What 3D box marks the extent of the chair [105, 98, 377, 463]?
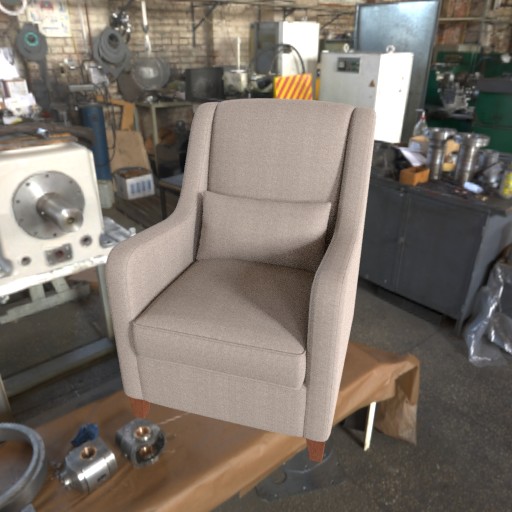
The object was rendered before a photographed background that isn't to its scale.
[{"bbox_3d":[0.000,0.000,1.624,0.715,1.017,0.890,7,26,15],"label":"chair"}]
